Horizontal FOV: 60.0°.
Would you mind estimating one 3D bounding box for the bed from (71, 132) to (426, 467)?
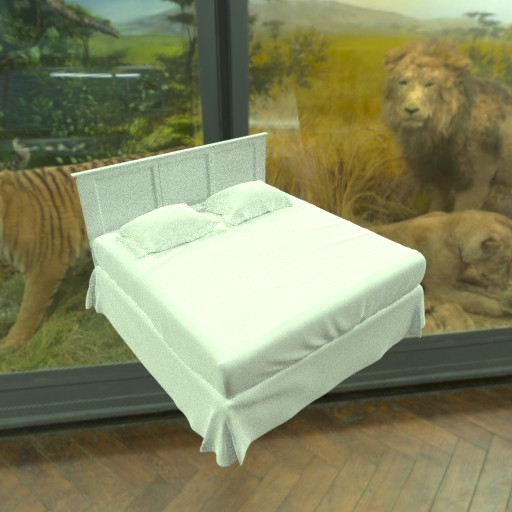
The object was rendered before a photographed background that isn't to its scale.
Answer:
[{"bbox_3d":[0.000,0.000,3.661,2.317,1.273,2.215,-22,37,-32],"label":"bed"}]
